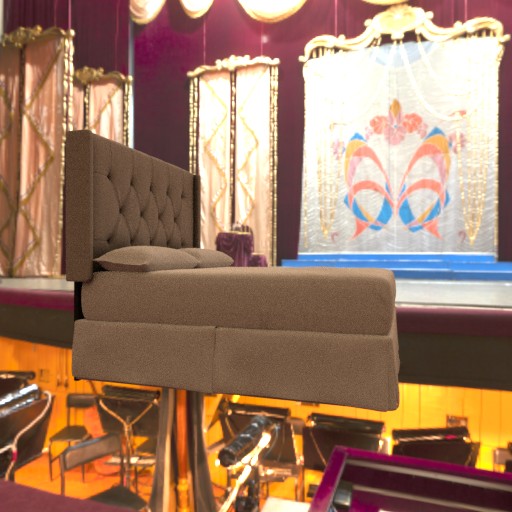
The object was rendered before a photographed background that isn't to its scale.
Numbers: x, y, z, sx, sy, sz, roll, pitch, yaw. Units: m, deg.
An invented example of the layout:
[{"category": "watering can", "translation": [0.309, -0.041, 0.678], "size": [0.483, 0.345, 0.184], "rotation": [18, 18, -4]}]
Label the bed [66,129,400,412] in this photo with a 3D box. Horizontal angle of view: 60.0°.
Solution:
[{"category": "bed", "translation": [0.000, 0.000, 3.355], "size": [2.066, 1.665, 1.719], "rotation": [0, 0, 18]}]
